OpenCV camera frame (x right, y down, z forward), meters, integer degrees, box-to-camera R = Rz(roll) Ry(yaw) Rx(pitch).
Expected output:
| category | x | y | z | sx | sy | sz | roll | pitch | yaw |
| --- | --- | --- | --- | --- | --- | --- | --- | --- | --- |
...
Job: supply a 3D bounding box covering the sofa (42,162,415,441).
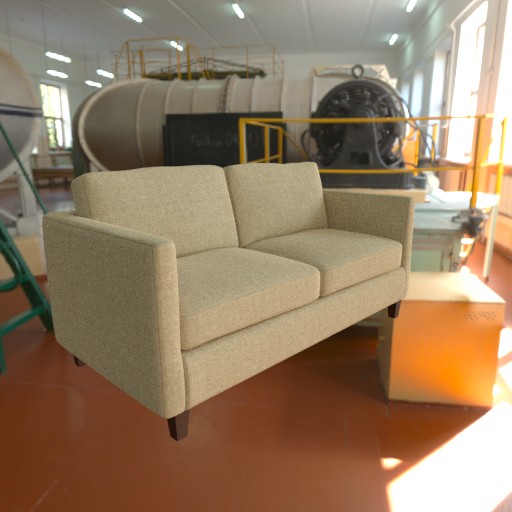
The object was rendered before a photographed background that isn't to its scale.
| category | x | y | z | sx | sy | sz | roll | pitch | yaw |
| --- | --- | --- | --- | --- | --- | --- | --- | --- | --- |
| sofa | 0.000 | 0.000 | 2.405 | 0.950 | 0.963 | 1.884 | 13 | 19 | 43 |
